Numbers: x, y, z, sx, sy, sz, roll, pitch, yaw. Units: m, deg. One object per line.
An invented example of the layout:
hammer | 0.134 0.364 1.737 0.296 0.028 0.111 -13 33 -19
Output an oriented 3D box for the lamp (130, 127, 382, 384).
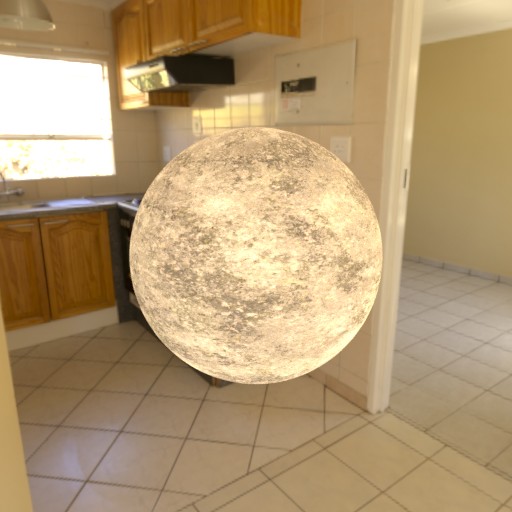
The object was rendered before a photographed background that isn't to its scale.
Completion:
lamp | 0.000 0.000 0.768 0.422 0.429 0.422 0 15 0
